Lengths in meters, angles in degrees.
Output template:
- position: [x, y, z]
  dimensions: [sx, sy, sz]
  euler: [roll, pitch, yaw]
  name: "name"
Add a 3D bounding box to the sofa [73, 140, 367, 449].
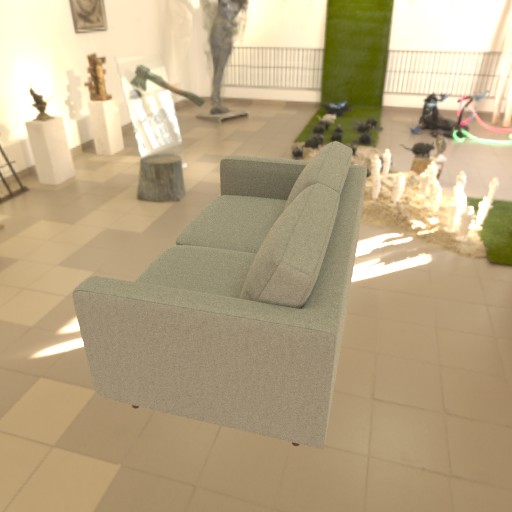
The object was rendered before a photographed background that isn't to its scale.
- position: [0.000, 0.000, 2.345]
  dimensions: [1.000, 0.900, 1.731]
  euler: [8, 30, 13]
  name: "sofa"
